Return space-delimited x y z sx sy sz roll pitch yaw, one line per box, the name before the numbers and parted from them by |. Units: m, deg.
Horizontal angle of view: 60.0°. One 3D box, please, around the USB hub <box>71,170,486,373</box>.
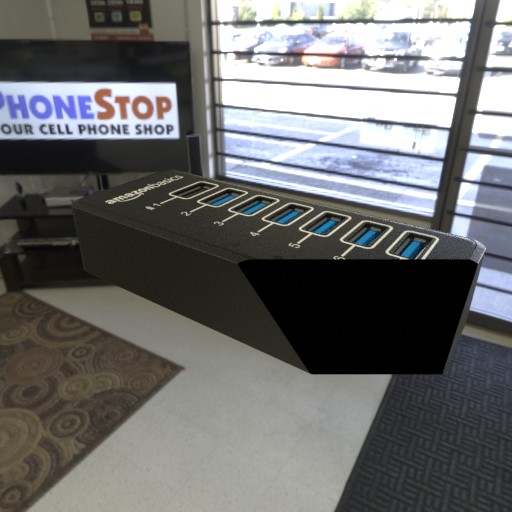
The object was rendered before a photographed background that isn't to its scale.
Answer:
USB hub | 0.000 0.000 0.126 0.110 0.023 0.044 18 33 31
